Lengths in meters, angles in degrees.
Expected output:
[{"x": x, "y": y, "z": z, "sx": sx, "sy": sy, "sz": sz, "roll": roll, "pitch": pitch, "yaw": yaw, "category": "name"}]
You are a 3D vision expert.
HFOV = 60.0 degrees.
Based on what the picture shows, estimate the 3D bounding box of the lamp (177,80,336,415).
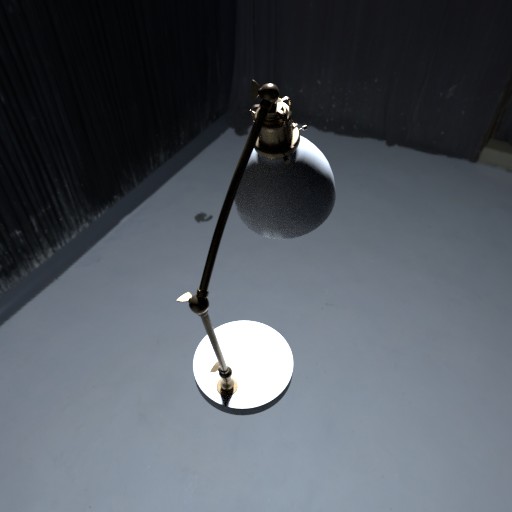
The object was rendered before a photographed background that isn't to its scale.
[{"x": 0.000, "y": 0.000, "z": 0.683, "sx": 0.186, "sy": 0.522, "sz": 0.317, "roll": 22, "pitch": 49, "yaw": 21, "category": "lamp"}]
